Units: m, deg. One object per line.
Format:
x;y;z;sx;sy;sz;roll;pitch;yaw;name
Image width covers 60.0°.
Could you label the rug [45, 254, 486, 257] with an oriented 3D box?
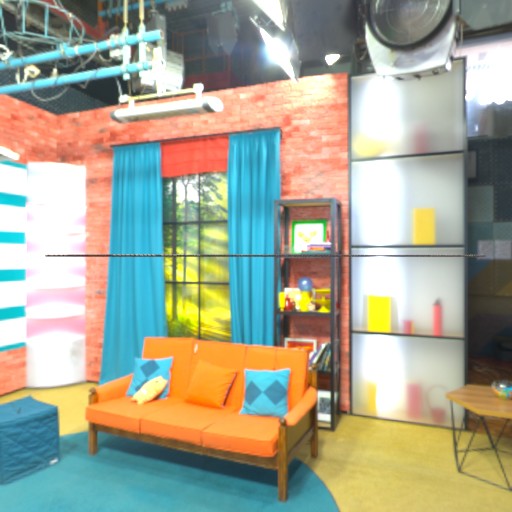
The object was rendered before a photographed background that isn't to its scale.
0.000;0.000;3.020;2.435;0.011;1.517;0;0;-19;rug
